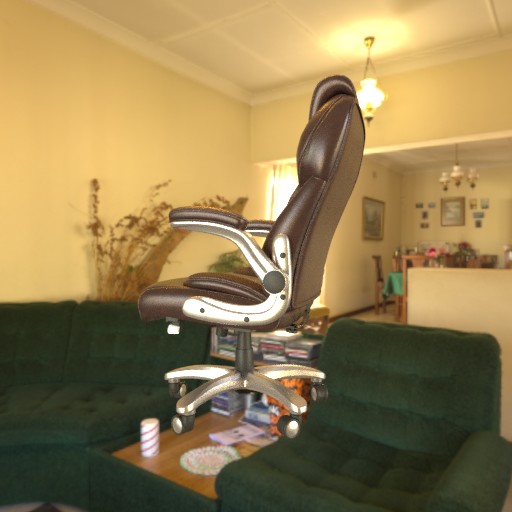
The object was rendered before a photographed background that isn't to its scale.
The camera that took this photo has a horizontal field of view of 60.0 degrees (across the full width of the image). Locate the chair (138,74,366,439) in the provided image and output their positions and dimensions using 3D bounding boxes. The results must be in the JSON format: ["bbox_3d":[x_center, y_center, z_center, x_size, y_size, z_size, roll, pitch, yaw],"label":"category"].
[{"bbox_3d":[0.000,0.000,1.663,0.774,1.160,0.733,0,1,18],"label":"chair"}]
